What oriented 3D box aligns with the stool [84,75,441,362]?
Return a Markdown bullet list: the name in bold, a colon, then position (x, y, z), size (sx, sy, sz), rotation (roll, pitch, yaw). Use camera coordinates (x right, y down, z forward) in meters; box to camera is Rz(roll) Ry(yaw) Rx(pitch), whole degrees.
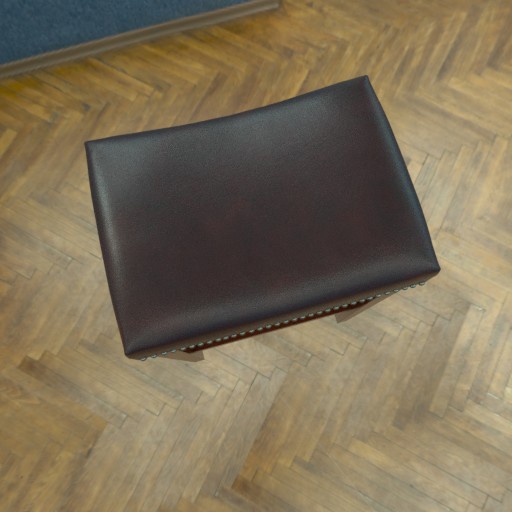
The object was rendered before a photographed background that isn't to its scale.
- **stool**: position (0.000, 0.000, 1.031), size (0.504, 0.742, 0.372), rotation (-15, 76, -4)
